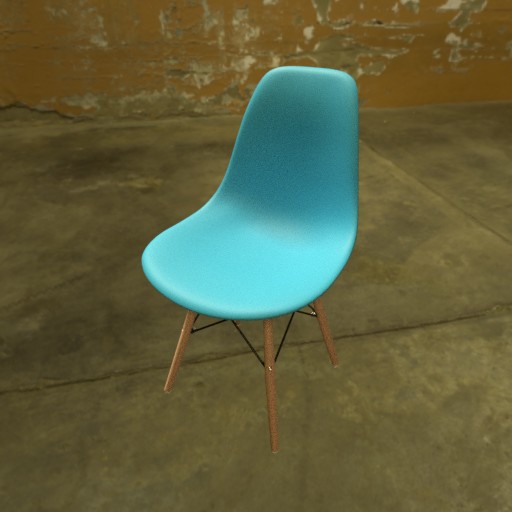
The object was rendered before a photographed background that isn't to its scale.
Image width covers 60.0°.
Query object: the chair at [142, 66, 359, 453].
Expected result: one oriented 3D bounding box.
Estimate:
[{"bbox_3d":[0.000,0.000,1.118,0.470,0.826,0.531,18,35,28],"label":"chair"}]
